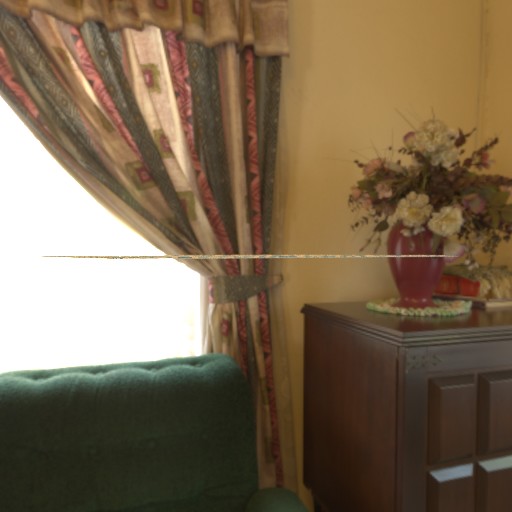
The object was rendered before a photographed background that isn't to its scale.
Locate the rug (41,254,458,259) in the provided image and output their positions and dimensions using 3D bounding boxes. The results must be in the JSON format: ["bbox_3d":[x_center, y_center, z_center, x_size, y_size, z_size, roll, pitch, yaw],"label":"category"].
[{"bbox_3d":[0.000,0.000,3.055,2.447,0.011,1.520,0,1,-36],"label":"rug"}]
